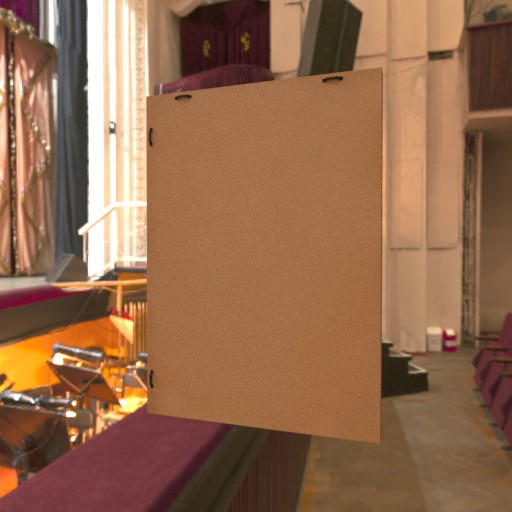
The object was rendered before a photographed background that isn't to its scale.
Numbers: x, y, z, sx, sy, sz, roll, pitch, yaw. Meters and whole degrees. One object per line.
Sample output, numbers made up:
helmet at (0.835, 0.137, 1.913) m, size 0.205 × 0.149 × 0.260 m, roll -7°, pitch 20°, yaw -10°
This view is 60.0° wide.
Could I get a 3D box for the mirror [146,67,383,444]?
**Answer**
mirror at (0.000, 0.000, 0.928) m, size 0.507 × 0.710 × 0.039 m, roll 0°, pitch 1°, yaw 18°
